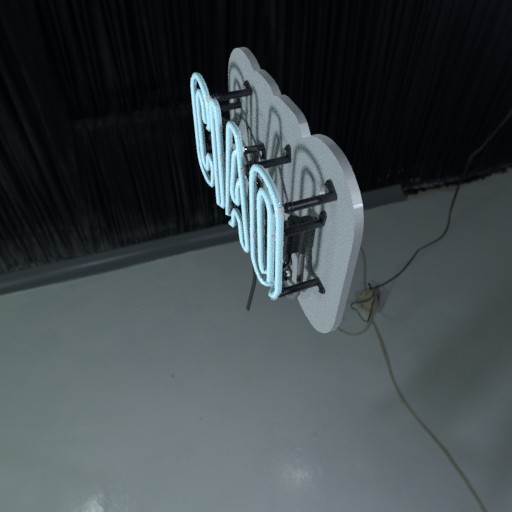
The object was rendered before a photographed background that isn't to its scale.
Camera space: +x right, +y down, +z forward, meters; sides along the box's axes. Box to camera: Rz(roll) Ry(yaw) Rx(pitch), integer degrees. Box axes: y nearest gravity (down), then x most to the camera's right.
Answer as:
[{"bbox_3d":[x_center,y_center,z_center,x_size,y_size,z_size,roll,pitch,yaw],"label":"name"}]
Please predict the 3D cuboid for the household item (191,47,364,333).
[{"bbox_3d":[0.000,0.000,0.386,0.042,0.294,0.211,-16,49,-14],"label":"household item"}]
